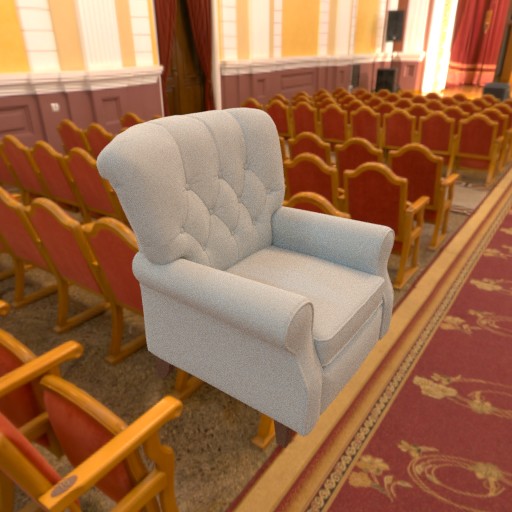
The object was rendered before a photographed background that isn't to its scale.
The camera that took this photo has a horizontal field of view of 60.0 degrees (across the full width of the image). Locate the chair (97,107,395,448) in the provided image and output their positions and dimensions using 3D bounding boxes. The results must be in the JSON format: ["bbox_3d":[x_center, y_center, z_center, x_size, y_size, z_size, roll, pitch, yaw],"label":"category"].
[{"bbox_3d":[0.000,0.000,2.098,1.128,1.217,1.090,17,31,32],"label":"chair"}]
